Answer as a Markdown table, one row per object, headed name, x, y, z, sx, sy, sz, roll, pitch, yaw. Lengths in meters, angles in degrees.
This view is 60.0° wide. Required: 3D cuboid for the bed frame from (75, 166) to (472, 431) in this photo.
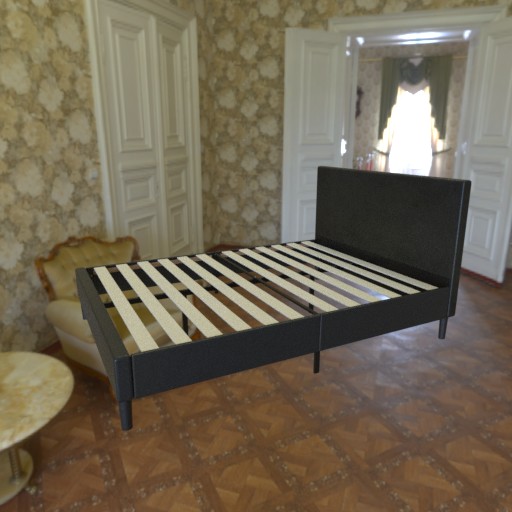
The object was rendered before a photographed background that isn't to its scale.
| name | x | y | z | sx | sy | sz | roll | pitch | yaw |
| --- | --- | --- | --- | --- | --- | --- | --- | --- | --- |
| bed frame | 0.000 | 0.000 | 3.209 | 2.318 | 1.127 | 1.634 | -8 | 17 | -26 |
